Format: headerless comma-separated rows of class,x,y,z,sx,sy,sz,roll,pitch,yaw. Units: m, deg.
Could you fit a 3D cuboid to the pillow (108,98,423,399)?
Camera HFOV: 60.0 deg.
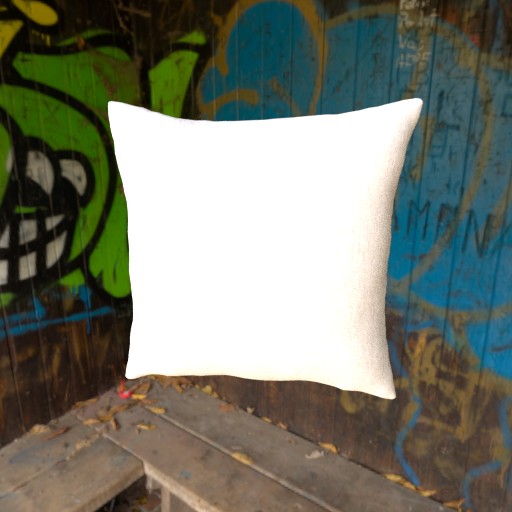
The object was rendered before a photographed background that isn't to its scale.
pillow,0.000,0.000,0.654,0.433,0.436,0.173,2,16,8
